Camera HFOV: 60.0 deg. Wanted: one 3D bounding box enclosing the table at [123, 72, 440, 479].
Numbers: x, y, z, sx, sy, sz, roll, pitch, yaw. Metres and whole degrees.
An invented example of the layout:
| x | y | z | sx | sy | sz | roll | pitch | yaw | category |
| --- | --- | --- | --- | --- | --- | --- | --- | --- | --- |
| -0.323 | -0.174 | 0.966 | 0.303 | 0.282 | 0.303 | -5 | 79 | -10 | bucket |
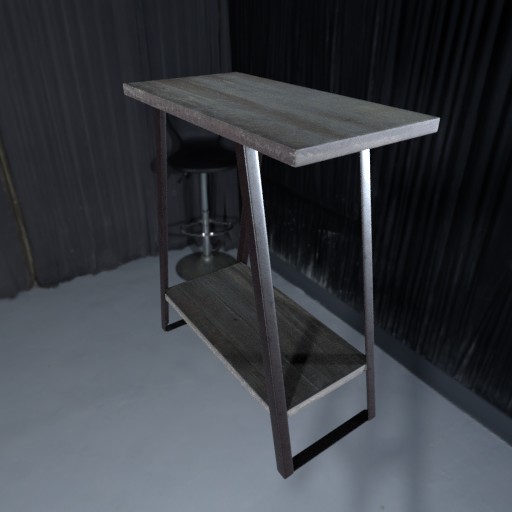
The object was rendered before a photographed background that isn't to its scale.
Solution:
| x | y | z | sx | sy | sz | roll | pitch | yaw | category |
| --- | --- | --- | --- | --- | --- | --- | --- | --- | --- |
| 0.000 | 0.000 | 1.023 | 0.300 | 0.701 | 0.599 | -20 | 36 | -30 | table |
